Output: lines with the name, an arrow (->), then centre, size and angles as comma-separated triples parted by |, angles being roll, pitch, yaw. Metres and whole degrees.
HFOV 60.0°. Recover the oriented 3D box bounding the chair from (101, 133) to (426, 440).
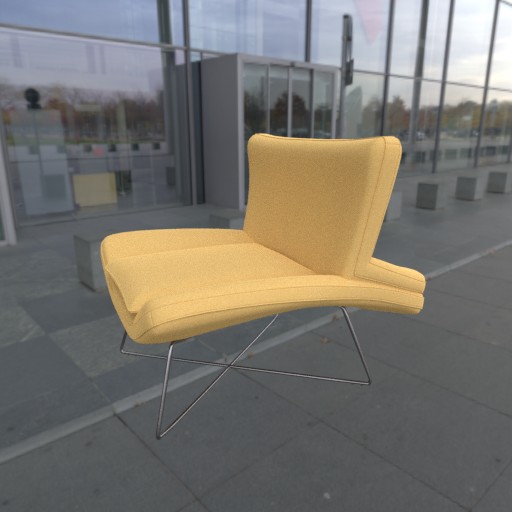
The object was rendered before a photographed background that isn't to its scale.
chair -> 0.000, 0.000, 1.623 | 1.008, 0.855, 0.859 | -8, 18, -25
